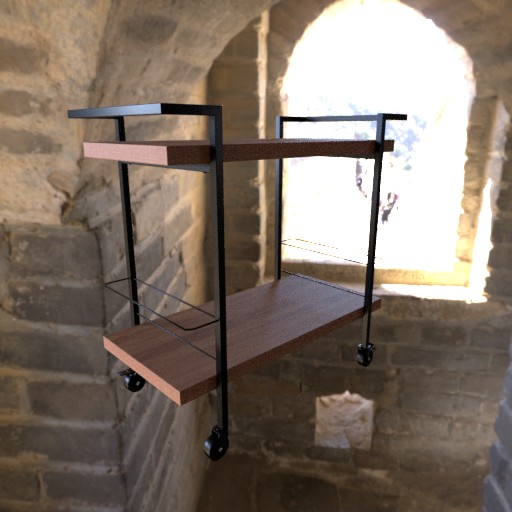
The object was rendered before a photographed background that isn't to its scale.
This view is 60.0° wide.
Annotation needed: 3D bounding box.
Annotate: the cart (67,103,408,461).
[{"bbox_3d":[0.000,0.000,1.236,0.806,0.762,0.406,-14,21,-41],"label":"cart"}]
